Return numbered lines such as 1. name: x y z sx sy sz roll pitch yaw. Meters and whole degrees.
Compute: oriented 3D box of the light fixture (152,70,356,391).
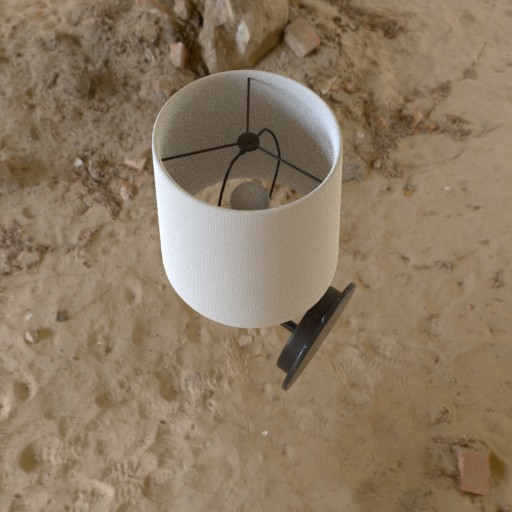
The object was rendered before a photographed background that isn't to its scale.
1. light fixture: 0.000 0.000 0.445 0.188 0.337 0.168 33 67 16
